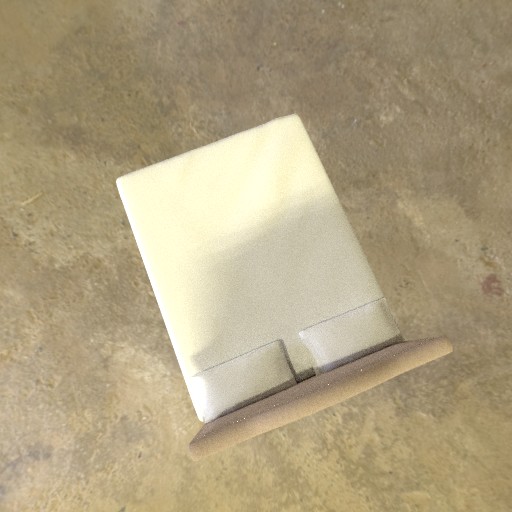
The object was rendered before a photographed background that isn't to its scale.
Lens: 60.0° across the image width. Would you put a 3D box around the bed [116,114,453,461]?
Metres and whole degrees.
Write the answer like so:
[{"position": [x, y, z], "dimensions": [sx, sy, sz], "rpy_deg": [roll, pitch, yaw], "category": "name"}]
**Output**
[{"position": [0.000, 0.000, 3.481], "dimensions": [1.821, 1.436, 2.282], "rpy_deg": [-21, 77, -5], "category": "bed"}]
